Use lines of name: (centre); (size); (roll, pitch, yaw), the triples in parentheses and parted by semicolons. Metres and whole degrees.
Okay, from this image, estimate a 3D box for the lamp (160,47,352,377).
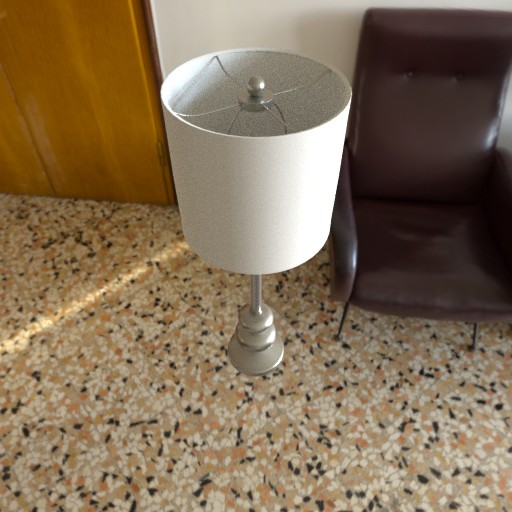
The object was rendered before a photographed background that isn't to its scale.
lamp: (0.000, 0.000, 0.835); (0.254, 0.690, 0.254); (-22, 51, -20)
